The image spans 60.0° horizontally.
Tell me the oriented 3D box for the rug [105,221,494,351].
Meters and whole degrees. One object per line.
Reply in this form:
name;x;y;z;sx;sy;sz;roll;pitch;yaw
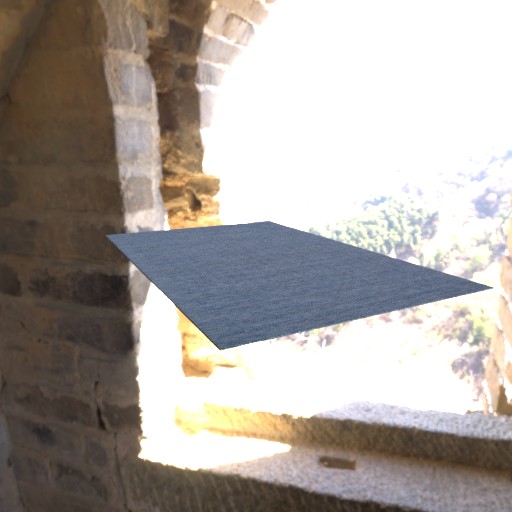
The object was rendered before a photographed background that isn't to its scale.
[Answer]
rug;0.000;0.000;2.194;1.142;0.006;1.752;-7;16;-27
